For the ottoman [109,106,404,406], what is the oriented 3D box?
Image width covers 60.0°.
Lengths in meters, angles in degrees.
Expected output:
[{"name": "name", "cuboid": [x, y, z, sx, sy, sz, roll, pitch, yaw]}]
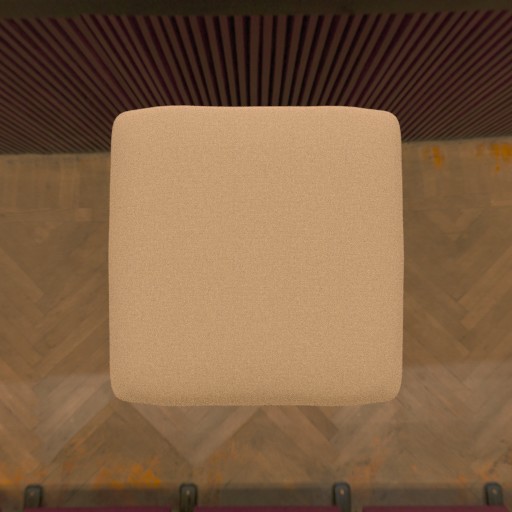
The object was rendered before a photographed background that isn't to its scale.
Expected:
[{"name": "ottoman", "cuboid": [0.000, 0.000, 1.588, 0.977, 0.467, 0.996, 0, 89, 0]}]
